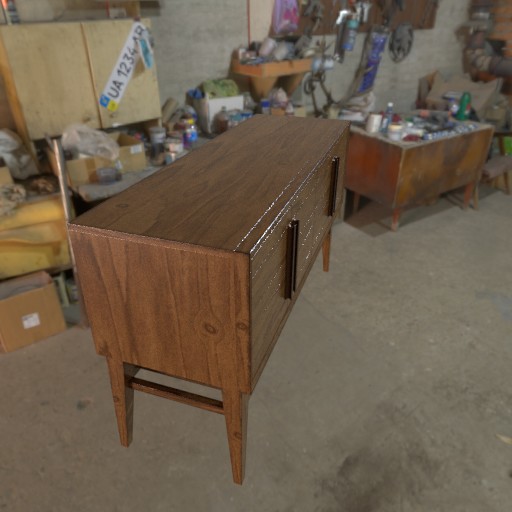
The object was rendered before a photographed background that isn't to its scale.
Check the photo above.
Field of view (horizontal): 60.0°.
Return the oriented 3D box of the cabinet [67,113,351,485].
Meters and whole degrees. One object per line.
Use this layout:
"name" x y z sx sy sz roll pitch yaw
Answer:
"cabinet" 0.000 0.000 1.742 0.477 0.802 1.363 10 30 17
